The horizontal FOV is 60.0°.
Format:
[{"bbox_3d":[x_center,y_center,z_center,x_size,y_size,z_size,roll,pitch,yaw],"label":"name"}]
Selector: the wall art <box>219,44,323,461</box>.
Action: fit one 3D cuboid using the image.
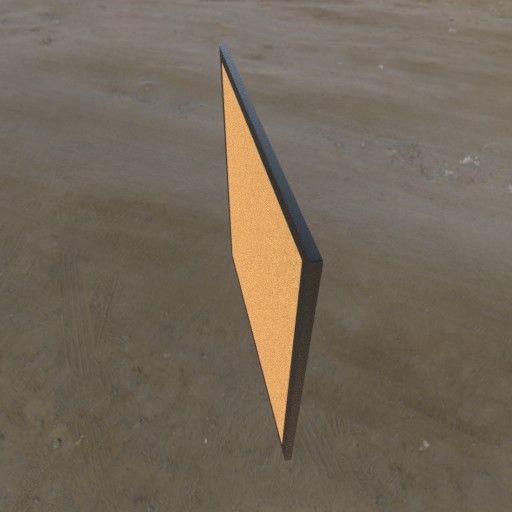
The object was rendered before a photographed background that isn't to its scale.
[{"bbox_3d":[0.000,0.000,0.981,0.016,0.659,0.663,-9,47,-9],"label":"wall art"}]
